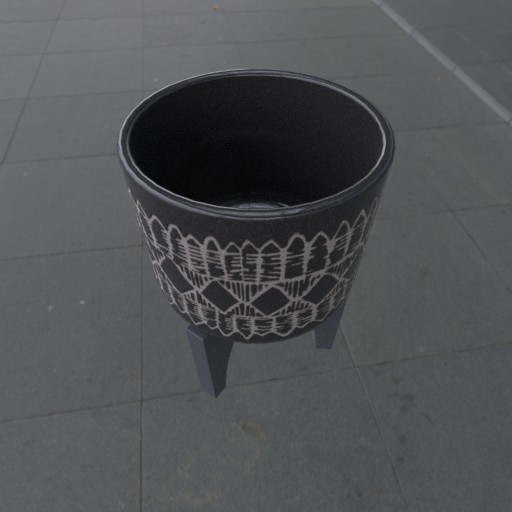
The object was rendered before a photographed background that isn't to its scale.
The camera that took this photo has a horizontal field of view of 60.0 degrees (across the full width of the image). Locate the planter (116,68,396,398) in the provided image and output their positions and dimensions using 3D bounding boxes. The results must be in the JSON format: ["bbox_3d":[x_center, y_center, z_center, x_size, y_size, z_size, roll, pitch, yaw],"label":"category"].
[{"bbox_3d":[0.000,0.000,0.272,0.129,0.177,0.129,0,46,0],"label":"planter"}]
